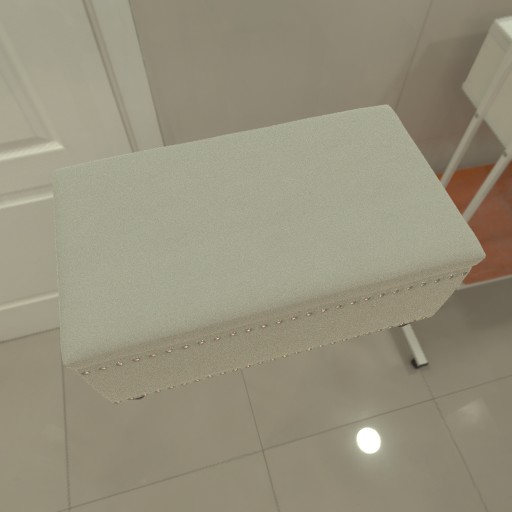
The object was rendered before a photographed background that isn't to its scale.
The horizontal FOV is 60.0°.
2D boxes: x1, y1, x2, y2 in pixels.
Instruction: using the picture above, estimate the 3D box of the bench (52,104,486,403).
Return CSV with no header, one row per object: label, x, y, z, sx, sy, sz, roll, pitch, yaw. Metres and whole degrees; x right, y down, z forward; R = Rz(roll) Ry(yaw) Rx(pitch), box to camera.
bench,0.000,0.000,1.169,0.887,0.449,0.500,-13,59,-8
